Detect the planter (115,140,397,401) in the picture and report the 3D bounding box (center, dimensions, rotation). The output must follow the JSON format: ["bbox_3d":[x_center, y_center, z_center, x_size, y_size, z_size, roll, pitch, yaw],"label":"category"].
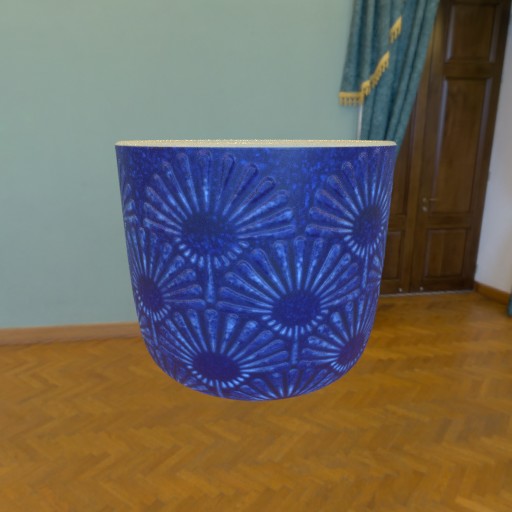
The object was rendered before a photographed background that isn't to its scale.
[{"bbox_3d":[0.000,0.000,0.217,0.124,0.109,0.124,0,15,0],"label":"planter"}]
